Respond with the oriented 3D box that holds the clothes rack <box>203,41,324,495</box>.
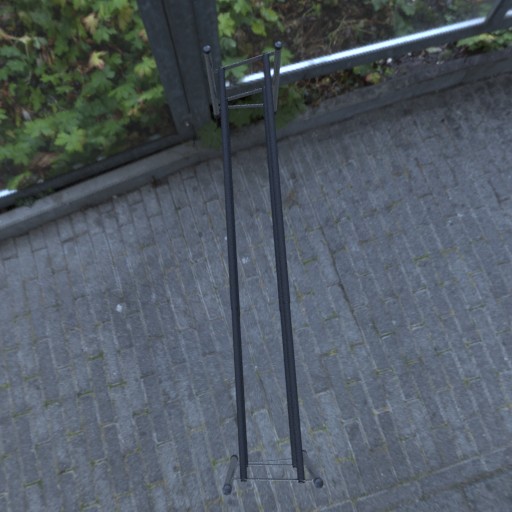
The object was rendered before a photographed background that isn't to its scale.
[{"bbox_3d":[0.000,0.000,1.289,0.229,0.349,1.168,-4,76,-1],"label":"clothes rack"}]
